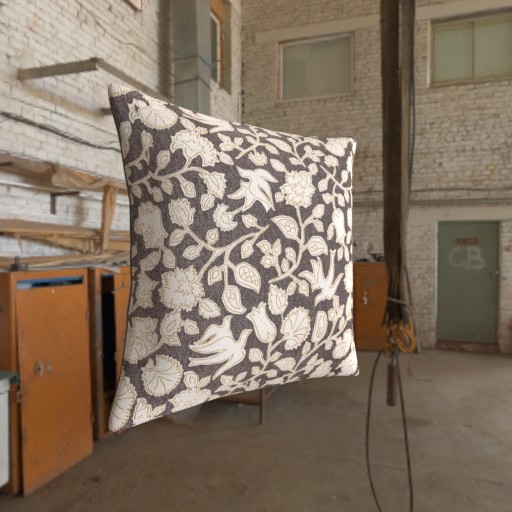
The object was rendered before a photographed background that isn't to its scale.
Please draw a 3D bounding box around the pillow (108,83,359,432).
[{"bbox_3d":[0.000,0.000,0.792,0.526,0.507,0.166,0,0,-35],"label":"pillow"}]
